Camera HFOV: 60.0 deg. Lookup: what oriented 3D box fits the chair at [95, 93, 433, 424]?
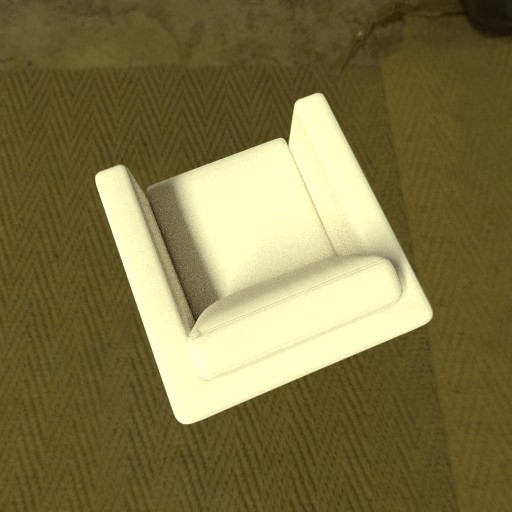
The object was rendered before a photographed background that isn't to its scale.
[{"bbox_3d":[0.000,0.000,1.606,0.831,0.899,0.879,-22,77,-5],"label":"chair"}]
